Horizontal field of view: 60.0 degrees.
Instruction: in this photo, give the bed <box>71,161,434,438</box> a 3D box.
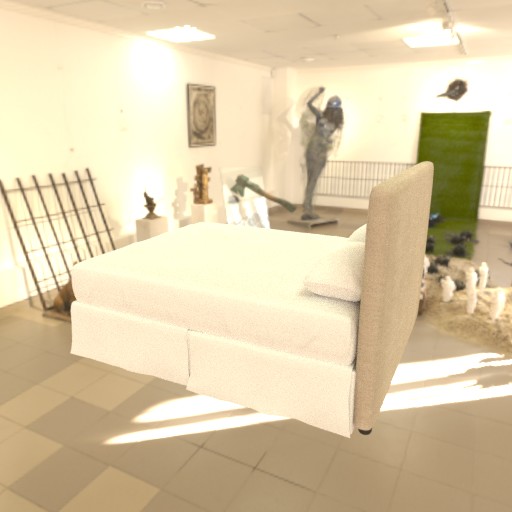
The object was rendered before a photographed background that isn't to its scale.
[{"bbox_3d":[0.000,0.000,3.235,2.162,1.330,1.713,8,18,26],"label":"bed"}]
